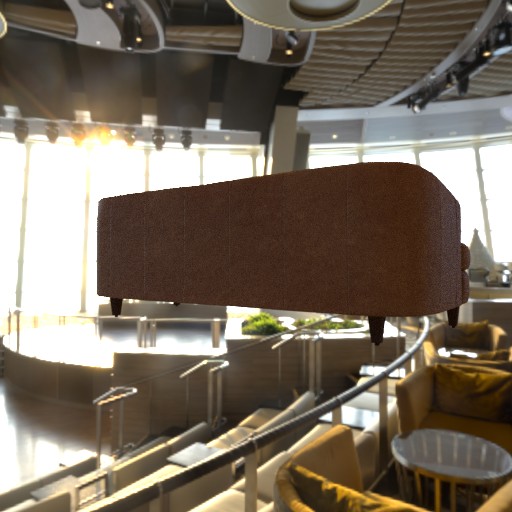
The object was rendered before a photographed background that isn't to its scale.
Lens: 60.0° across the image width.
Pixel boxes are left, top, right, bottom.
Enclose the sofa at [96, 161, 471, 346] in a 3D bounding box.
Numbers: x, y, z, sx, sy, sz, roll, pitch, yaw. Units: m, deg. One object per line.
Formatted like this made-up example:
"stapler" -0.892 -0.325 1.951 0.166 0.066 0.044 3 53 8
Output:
"sofa" 0.000 0.000 2.701 2.257 0.791 0.922 -1 -1 35
